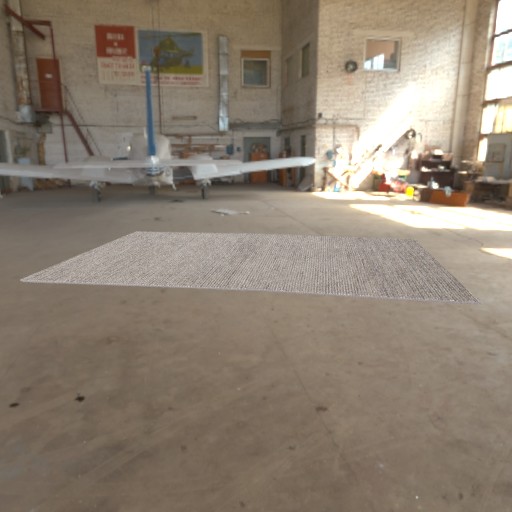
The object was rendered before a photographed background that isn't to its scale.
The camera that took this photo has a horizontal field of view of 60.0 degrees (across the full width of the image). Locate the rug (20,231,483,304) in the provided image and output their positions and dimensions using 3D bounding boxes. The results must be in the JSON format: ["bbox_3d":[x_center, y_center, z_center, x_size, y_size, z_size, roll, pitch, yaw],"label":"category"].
[{"bbox_3d":[0.000,0.000,2.257,1.804,0.022,1.162,2,13,9],"label":"rug"}]
